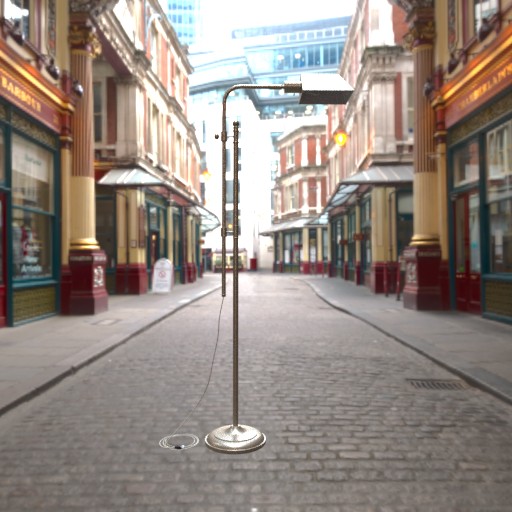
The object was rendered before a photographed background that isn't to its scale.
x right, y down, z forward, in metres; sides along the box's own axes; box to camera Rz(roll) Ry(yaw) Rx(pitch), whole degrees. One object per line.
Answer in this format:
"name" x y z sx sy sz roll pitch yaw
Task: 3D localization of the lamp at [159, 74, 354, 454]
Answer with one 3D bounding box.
"lamp" 0.000 0.000 1.894 0.813 1.571 0.256 0 -1 -1
